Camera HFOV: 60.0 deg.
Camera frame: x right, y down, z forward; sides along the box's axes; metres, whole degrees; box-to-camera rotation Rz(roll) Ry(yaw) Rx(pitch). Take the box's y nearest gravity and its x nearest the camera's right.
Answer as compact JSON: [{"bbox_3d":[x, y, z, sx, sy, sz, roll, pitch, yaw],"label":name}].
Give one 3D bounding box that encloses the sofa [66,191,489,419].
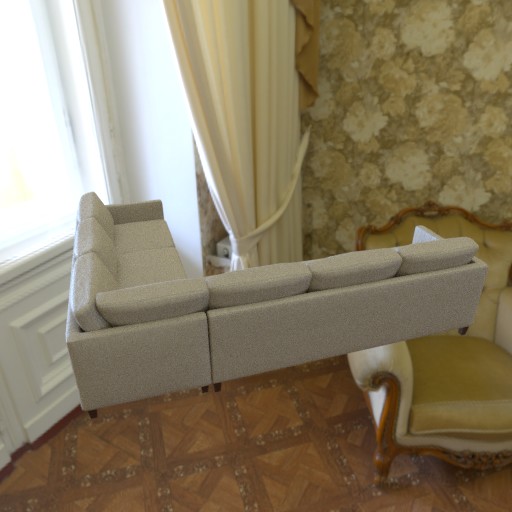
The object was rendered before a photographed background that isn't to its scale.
[{"bbox_3d":[0.000,0.000,4.368,3.333,0.934,2.522,-8,28,-16],"label":"sofa"}]
